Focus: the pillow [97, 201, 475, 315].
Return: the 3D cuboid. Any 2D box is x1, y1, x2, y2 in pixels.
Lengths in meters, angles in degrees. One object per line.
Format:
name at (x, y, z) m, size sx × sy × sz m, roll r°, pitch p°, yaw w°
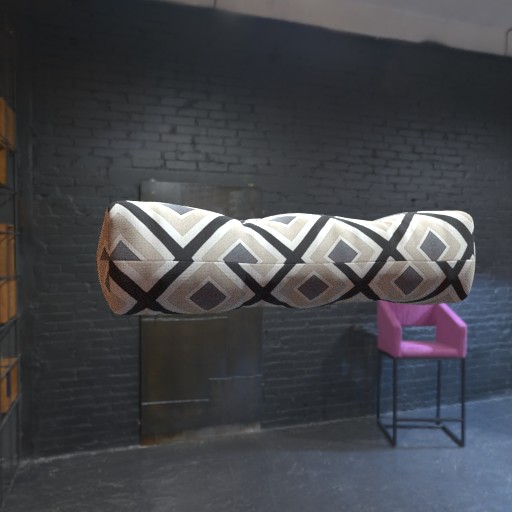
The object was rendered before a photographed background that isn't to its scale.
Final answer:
pillow at (0.000, 0.000, 0.727) m, size 0.468 × 0.128 × 0.490 m, roll 0°, pitch 1°, yaw -16°
